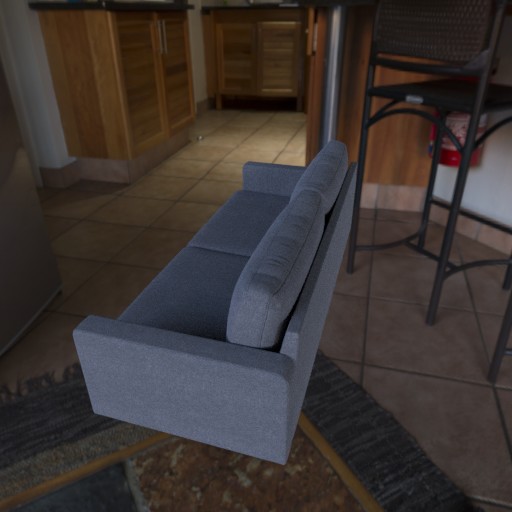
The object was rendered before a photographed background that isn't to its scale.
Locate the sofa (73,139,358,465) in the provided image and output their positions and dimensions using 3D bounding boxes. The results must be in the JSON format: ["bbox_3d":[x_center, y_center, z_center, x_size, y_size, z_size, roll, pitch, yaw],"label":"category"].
[{"bbox_3d":[0.000,0.000,2.507,0.880,0.880,2.100,9,31,15],"label":"sofa"}]
